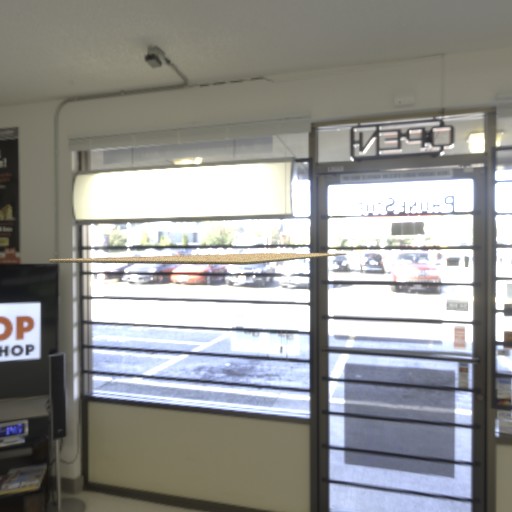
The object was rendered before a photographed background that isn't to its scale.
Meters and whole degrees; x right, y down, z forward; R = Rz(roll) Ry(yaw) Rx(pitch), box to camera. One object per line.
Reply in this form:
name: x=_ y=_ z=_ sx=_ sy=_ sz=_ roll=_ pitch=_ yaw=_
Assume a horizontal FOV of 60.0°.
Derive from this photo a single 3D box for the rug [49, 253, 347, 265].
rug: x=0.000 y=0.000 z=2.638 sx=0.769 sy=0.012 sz=2.448 roll=0 pitch=1 yaw=19
